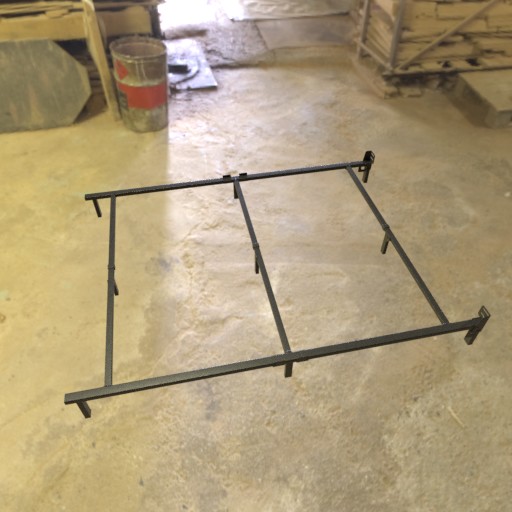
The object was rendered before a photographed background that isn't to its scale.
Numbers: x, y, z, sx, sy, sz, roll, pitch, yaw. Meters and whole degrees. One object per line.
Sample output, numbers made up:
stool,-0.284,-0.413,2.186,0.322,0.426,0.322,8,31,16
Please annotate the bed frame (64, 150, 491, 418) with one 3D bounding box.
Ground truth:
bed frame,0.000,0.000,2.583,1.990,0.248,1.498,-8,46,-8
